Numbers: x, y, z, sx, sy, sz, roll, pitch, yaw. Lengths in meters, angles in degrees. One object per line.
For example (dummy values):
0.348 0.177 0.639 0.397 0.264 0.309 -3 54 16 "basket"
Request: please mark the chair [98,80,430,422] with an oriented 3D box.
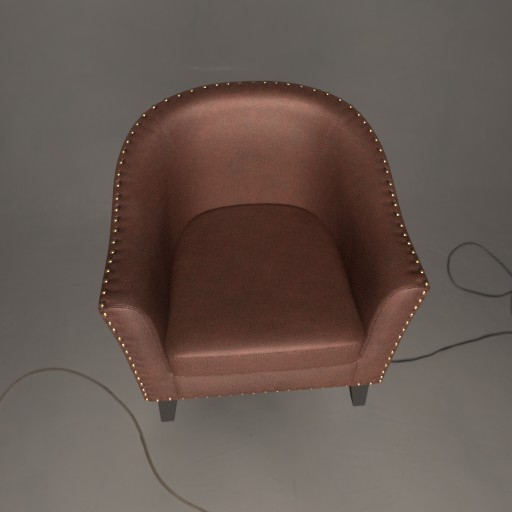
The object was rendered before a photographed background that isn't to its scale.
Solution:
0.000 0.000 1.421 0.794 0.823 0.748 -3 47 -3 "chair"
